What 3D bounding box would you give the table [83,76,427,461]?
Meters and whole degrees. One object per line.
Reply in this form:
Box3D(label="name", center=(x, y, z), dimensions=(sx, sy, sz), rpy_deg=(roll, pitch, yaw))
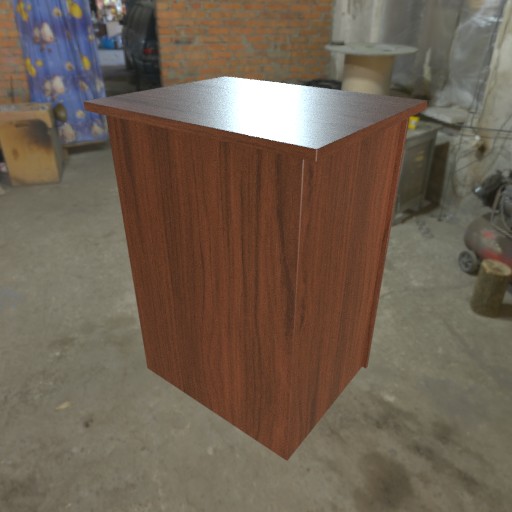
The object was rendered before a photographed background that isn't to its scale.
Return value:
Box3D(label="table", center=(0.000, 0.000, 0.946), dimensions=(0.480, 0.636, 0.381), rpy_deg=(21, 36, 32))
